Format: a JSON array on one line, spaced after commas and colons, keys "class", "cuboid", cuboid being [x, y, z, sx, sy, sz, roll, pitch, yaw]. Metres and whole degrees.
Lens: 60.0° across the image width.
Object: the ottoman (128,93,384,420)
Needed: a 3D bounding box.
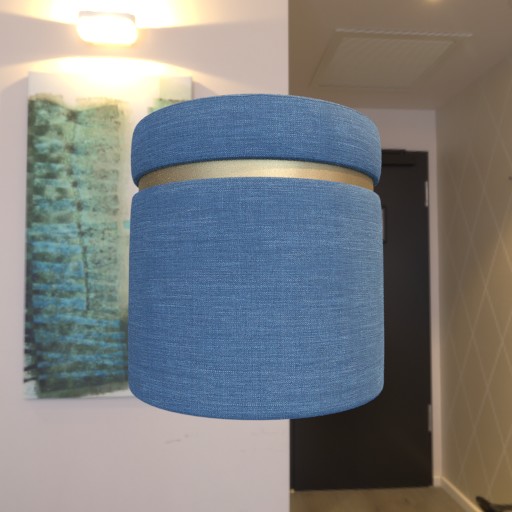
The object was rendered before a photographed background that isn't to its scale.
[{"class": "ottoman", "cuboid": [0.000, 0.000, 0.722, 0.398, 0.406, 0.398, 0, -2, 0]}]
